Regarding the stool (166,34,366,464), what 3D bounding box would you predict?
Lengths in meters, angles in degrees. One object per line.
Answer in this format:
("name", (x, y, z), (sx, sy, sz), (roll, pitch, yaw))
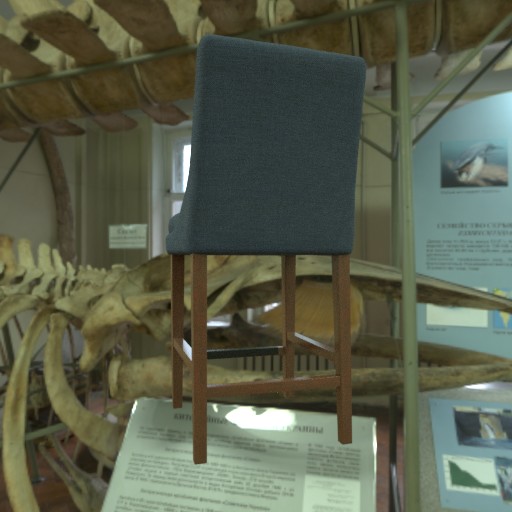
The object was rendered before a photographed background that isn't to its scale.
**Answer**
("stool", (0.000, 0.000, 1.277), (0.470, 0.981, 0.577), (0, -1, -17))
